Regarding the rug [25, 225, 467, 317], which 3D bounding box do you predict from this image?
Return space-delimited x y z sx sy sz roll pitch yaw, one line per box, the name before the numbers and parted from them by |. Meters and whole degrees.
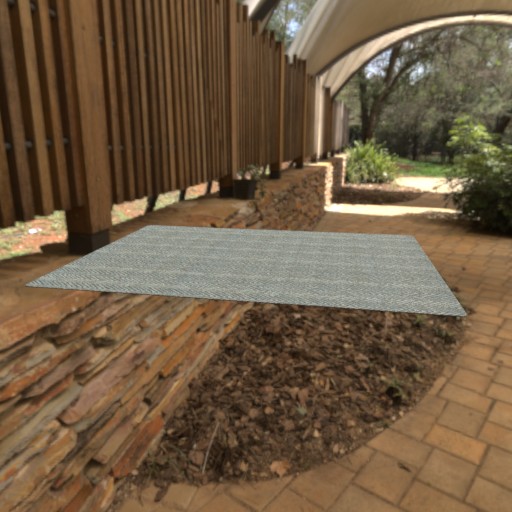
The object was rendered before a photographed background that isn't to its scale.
rug | 0.000 0.000 5.223 3.957 0.011 2.894 3 16 10
